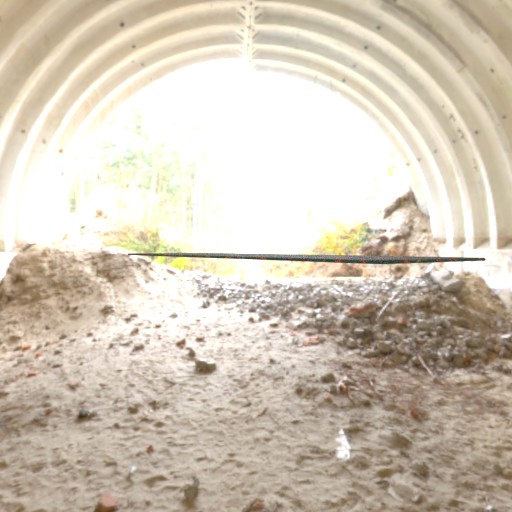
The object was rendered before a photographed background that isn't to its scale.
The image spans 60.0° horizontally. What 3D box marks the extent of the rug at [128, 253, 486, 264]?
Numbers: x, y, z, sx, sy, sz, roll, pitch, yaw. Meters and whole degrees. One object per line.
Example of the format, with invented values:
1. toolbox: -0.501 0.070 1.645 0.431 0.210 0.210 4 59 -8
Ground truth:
1. rug: 0.000 0.000 2.532 0.686 0.013 2.286 -1 1 -36
